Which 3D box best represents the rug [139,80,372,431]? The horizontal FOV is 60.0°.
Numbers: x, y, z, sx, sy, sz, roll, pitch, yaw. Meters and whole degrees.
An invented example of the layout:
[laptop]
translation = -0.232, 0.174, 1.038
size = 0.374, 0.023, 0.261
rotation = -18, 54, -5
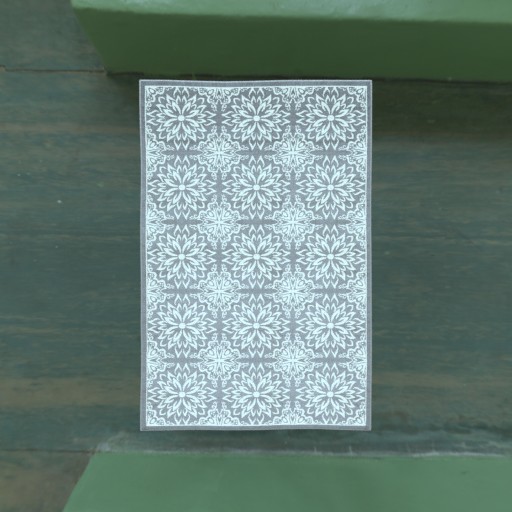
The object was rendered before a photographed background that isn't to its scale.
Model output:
[rug]
translation = 0.000, 0.000, 3.469
size = 1.819, 0.018, 2.746
rotation = 0, 91, 0
